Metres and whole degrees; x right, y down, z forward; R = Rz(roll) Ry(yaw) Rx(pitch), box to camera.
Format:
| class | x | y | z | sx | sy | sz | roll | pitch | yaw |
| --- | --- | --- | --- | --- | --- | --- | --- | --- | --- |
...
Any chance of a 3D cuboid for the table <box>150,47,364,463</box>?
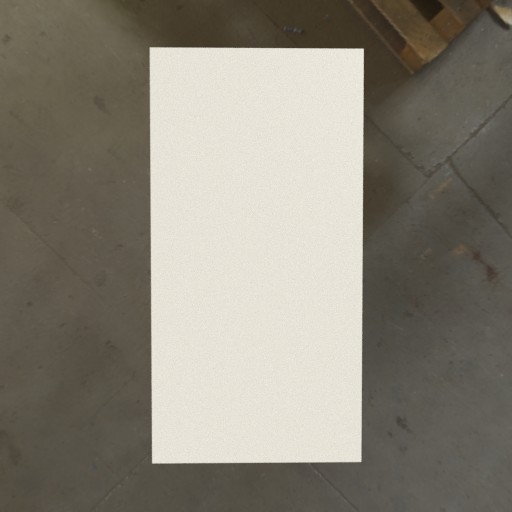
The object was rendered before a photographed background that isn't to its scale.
| class | x | y | z | sx | sy | sz | roll | pitch | yaw |
| --- | --- | --- | --- | --- | --- | --- | --- | --- | --- |
| table | 0.000 | 0.000 | 1.491 | 0.609 | 0.432 | 1.194 | 0 | 91 | -1 |
